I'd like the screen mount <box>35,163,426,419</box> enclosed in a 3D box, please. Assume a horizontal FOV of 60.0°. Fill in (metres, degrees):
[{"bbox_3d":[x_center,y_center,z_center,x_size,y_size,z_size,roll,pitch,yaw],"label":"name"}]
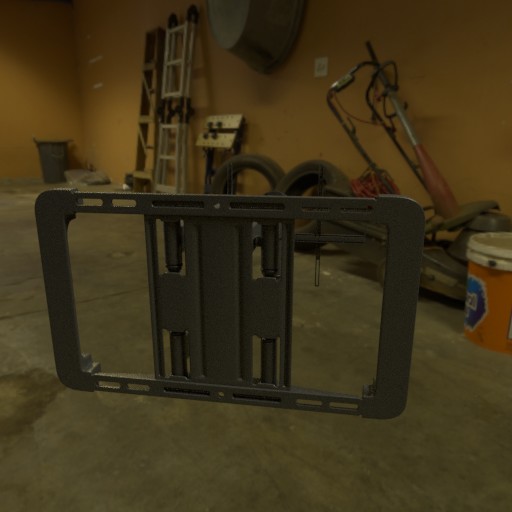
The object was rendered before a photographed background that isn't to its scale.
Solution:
[{"bbox_3d":[0.000,0.000,1.287,0.725,0.483,0.905,2,16,9],"label":"screen mount"}]
